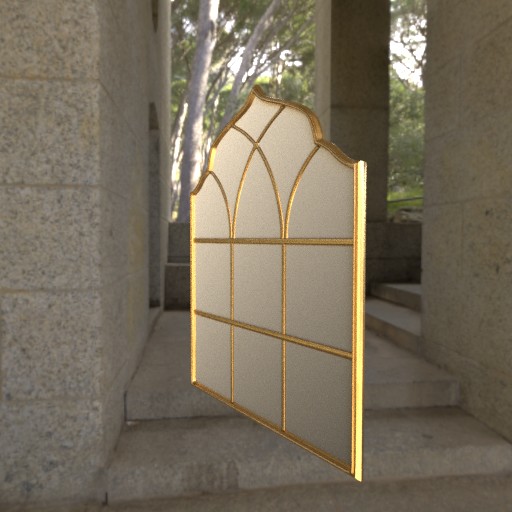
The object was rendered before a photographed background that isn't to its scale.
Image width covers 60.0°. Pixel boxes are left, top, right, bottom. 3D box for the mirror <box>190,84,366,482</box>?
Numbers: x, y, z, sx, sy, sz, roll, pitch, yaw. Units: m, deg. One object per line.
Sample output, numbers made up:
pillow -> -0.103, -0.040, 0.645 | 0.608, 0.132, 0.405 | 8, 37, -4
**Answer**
mirror -> 0.000, 0.000, 0.832 | 0.018, 0.635, 0.513 | -2, 3, -36
